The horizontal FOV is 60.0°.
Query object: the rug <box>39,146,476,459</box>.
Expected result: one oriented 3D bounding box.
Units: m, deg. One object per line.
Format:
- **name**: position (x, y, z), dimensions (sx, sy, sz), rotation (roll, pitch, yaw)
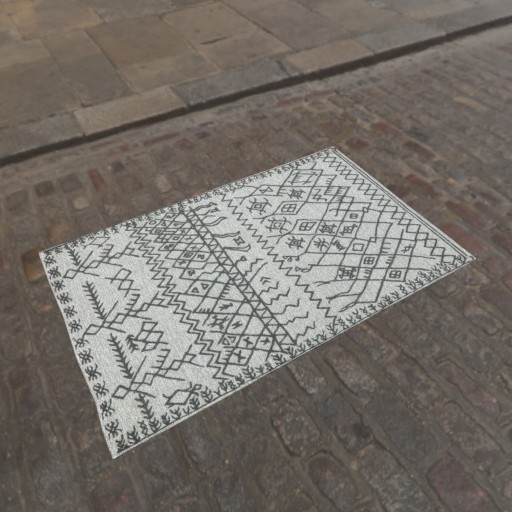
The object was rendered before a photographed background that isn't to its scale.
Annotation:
- **rug**: position (0.000, 0.000, 4.560), dimensions (3.824, 0.019, 2.393), rotation (-24, 51, -20)
